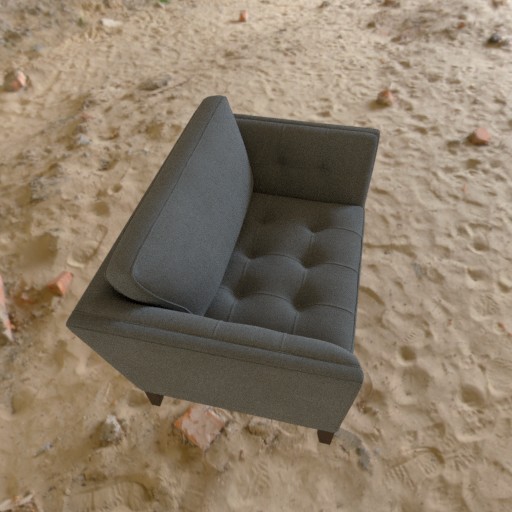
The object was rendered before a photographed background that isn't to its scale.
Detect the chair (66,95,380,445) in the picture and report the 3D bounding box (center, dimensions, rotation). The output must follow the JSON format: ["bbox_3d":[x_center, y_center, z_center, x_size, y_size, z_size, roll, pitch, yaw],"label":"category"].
[{"bbox_3d":[0.000,0.000,2.040,0.965,0.942,1.396,9,48,9],"label":"chair"}]
